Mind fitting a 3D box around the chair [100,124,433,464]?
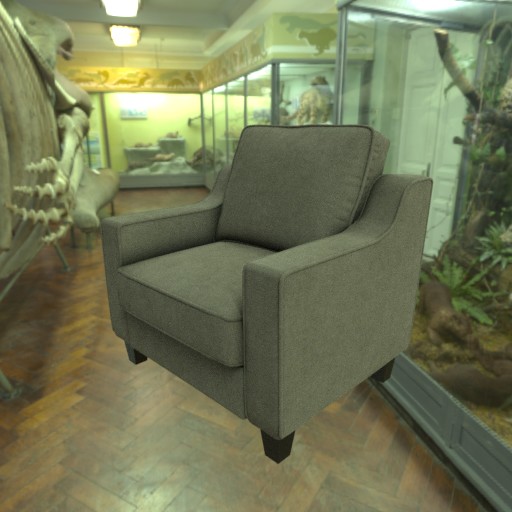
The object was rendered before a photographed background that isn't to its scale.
[{"bbox_3d":[0.000,0.000,1.654,0.926,0.944,0.840,16,23,43],"label":"chair"}]
